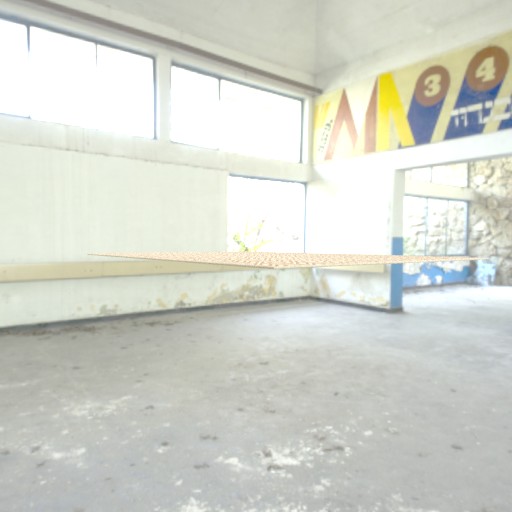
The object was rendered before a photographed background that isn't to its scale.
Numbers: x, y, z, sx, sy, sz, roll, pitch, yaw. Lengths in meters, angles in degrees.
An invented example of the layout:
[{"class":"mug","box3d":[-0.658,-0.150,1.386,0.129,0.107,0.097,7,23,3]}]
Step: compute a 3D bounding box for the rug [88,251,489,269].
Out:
[{"class":"rug","box3d":[0.000,0.000,2.338,1.220,0.007,1.828,-1,2,-36]}]
